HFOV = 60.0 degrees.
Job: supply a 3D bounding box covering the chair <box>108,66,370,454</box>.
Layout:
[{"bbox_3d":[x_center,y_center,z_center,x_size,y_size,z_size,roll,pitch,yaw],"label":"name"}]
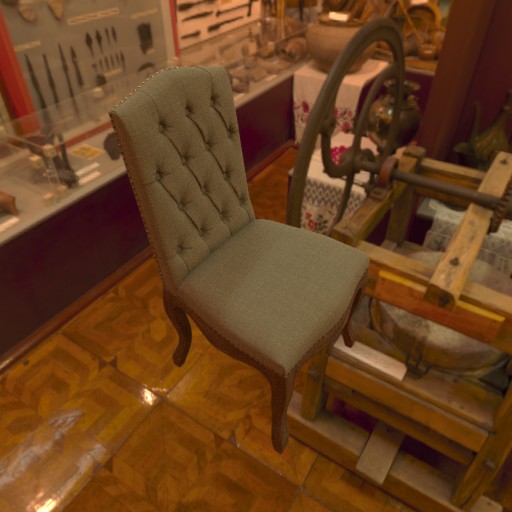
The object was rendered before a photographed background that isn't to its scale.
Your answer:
[{"bbox_3d":[0.000,0.000,1.608,0.731,1.191,0.637,24,47,26],"label":"chair"}]
